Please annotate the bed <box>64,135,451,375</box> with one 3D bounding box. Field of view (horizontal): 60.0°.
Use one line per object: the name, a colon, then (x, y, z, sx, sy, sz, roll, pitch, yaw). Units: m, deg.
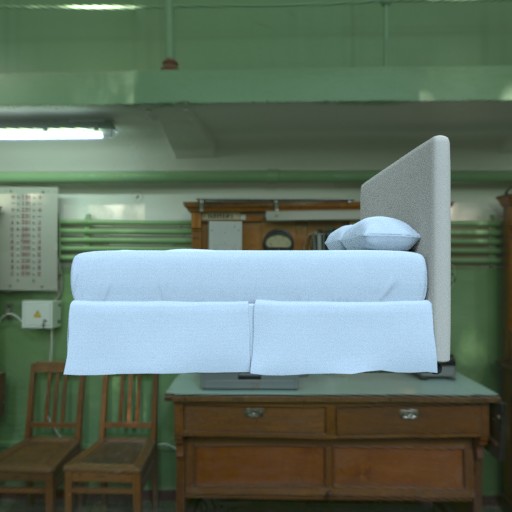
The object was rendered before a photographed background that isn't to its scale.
bed: (0.000, 0.000, 3.236, 2.142, 1.330, 1.748, 0, 0, 0)
